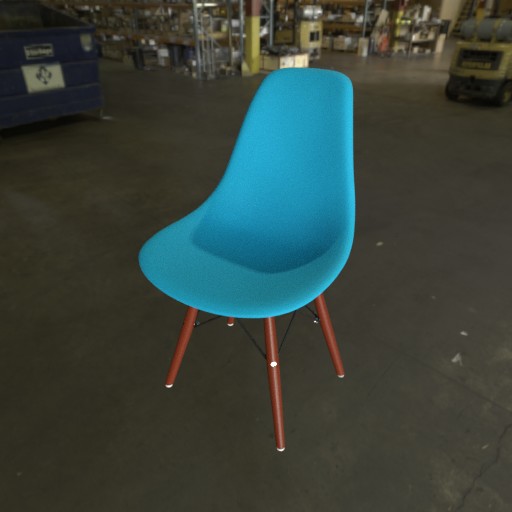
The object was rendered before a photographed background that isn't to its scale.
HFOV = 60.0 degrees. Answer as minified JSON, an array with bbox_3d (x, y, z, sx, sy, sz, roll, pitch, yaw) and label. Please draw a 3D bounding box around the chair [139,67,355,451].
[{"bbox_3d":[0.000,0.000,1.123,0.470,0.826,0.533,18,35,28],"label":"chair"}]
